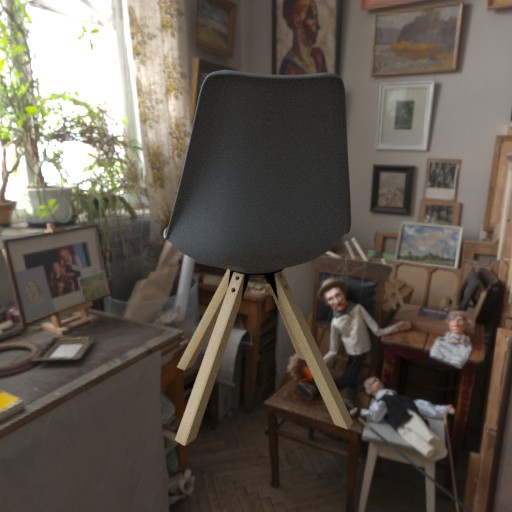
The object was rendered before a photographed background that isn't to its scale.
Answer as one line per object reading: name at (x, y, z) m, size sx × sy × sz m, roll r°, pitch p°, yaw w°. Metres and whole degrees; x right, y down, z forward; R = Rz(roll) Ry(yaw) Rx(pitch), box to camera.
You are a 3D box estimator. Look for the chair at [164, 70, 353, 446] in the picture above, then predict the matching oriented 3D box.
chair at (0.000, 0.000, 1.190) m, size 0.485 × 0.850 × 0.549 m, roll -2°, pitch 14°, yaw -9°
